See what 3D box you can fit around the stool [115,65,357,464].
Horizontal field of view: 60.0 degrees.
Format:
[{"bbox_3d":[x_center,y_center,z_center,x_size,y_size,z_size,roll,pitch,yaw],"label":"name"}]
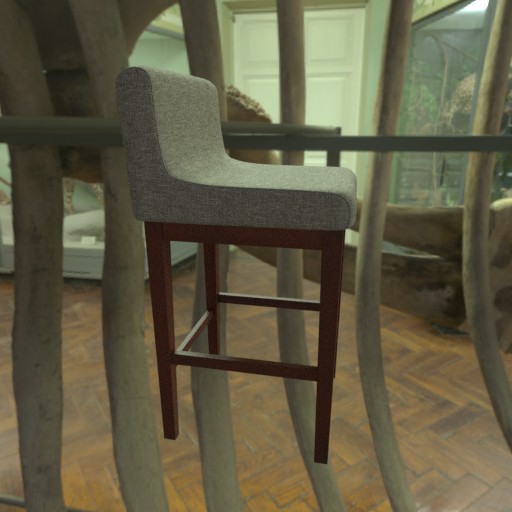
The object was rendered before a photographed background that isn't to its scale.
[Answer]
[{"bbox_3d":[0.000,0.000,1.078,0.459,0.835,0.417,4,18,12],"label":"stool"}]
